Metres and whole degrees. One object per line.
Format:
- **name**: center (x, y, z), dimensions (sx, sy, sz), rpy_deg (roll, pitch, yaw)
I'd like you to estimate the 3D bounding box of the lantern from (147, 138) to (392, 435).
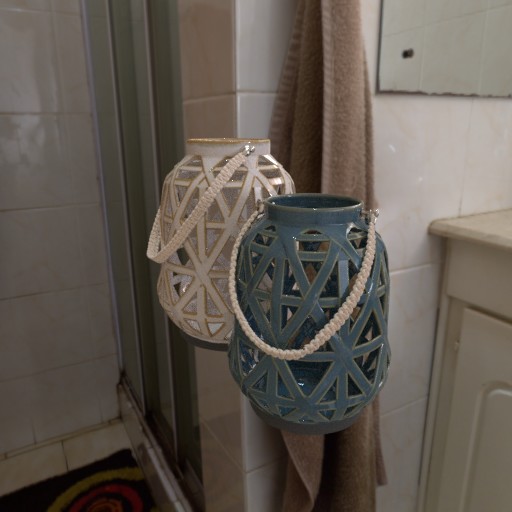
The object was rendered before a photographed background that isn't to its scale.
- **lantern**: center (0.000, 0.000, 0.613), dimensions (0.245, 0.307, 0.439), rpy_deg (-8, 18, -26)
